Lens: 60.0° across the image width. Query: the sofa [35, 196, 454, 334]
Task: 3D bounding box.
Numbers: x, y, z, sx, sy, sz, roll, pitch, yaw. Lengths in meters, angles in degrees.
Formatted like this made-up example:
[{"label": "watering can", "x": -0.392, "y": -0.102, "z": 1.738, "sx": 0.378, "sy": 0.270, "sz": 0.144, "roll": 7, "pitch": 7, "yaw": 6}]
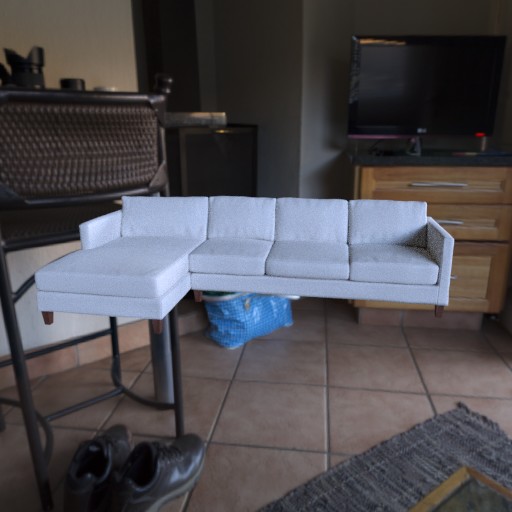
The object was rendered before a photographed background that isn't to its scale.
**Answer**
[{"label": "sofa", "x": 0.000, "y": 0.000, "z": 3.860, "sx": 3.186, "sy": 0.861, "sz": 1.625, "roll": 3, "pitch": 16, "yaw": 10}]
